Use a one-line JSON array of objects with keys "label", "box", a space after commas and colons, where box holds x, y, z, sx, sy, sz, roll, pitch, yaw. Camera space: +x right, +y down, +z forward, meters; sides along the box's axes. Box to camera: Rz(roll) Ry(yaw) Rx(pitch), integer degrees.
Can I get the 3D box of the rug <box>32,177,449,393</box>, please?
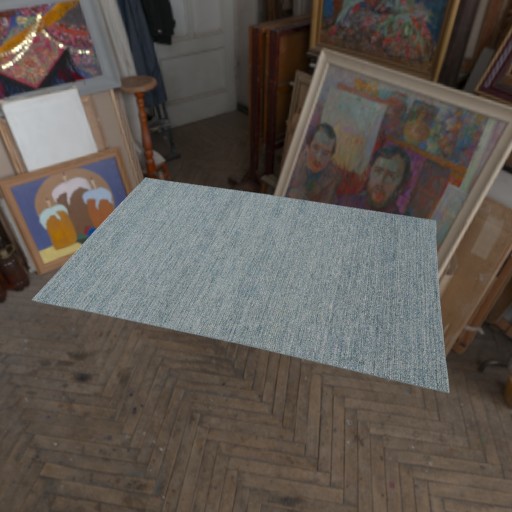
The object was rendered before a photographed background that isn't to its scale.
[{"label": "rug", "box": [0.000, 0.000, 2.309, 1.853, 0.022, 1.174, 10, 41, 12]}]
